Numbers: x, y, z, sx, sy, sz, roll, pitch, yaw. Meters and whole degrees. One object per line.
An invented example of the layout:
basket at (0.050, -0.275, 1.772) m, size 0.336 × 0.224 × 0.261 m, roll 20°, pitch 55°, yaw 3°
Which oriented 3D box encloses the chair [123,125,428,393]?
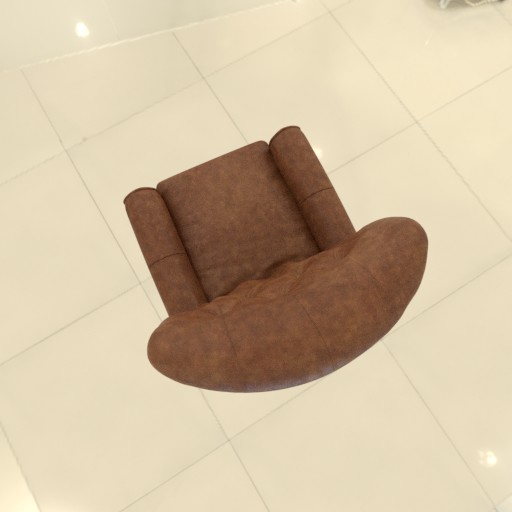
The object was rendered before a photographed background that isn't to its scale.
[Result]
chair at (0.000, 0.000, 1.886) m, size 0.951 × 1.164 × 1.059 m, roll -24°, pitch 77°, yaw -6°
